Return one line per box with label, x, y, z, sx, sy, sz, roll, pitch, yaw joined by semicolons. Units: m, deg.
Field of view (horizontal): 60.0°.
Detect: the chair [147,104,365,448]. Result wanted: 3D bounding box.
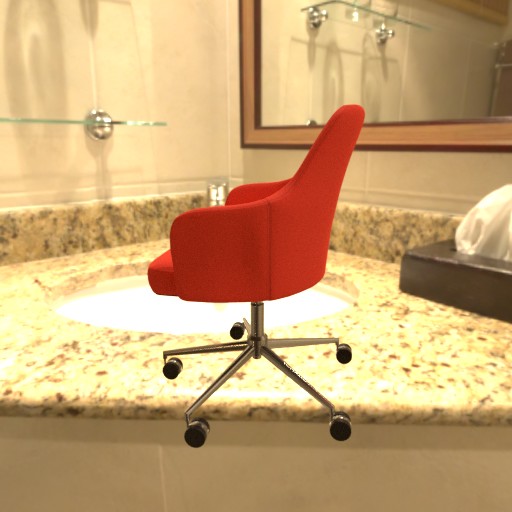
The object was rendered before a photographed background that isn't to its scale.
chair;0.000;0.000;1.285;0.600;0.820;0.655;3;15;10
